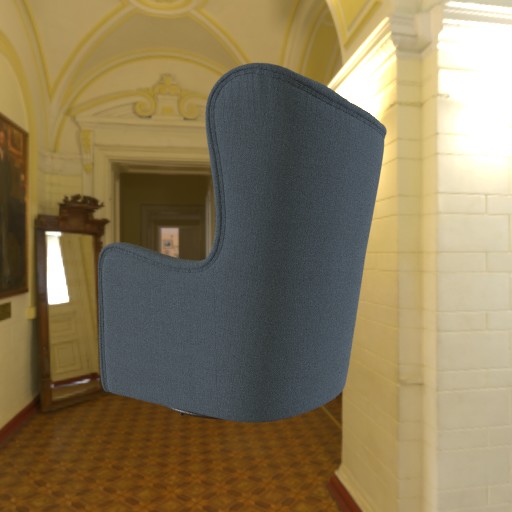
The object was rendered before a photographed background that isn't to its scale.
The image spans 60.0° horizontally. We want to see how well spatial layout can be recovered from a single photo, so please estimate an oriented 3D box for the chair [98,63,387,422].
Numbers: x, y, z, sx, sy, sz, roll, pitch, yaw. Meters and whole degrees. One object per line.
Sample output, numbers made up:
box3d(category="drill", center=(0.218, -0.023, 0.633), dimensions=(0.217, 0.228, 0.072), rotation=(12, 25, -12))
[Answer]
box3d(category="chair", center=(0.000, 0.000, 1.709), dimensions=(0.930, 1.079, 0.831), rotation=(0, 0, 36))
